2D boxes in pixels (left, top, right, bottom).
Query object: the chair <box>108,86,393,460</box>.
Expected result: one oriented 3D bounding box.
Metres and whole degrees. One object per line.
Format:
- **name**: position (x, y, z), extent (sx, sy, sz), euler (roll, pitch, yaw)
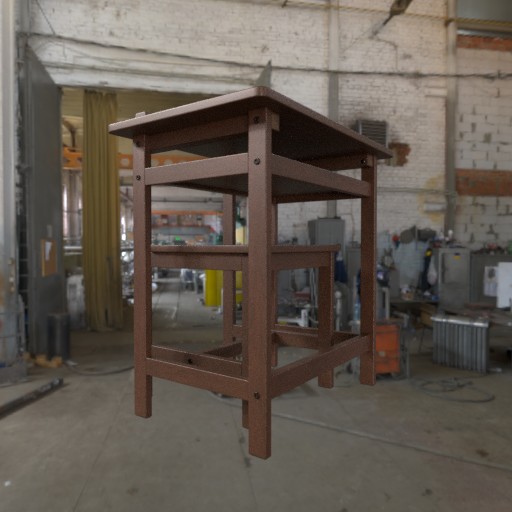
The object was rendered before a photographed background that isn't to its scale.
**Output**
- **chair**: position (0.000, 0.000, 1.056), extent (0.463, 0.673, 0.599), euler (1, 2, 36)
